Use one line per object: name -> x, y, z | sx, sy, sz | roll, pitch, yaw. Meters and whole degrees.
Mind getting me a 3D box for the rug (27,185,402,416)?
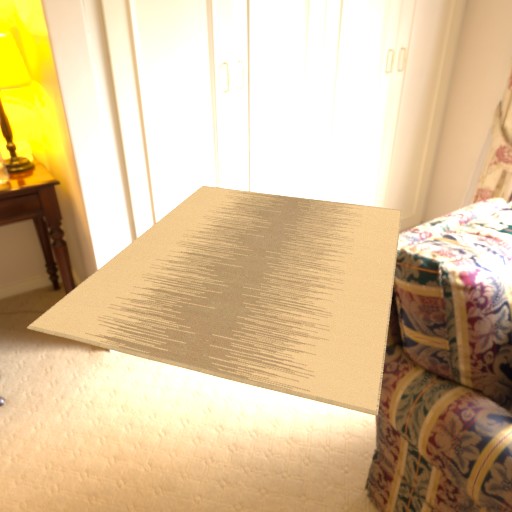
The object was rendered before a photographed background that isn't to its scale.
rug -> 0.000, 0.000, 4.075 | 2.453, 0.010, 3.037 | 9, 31, 16
